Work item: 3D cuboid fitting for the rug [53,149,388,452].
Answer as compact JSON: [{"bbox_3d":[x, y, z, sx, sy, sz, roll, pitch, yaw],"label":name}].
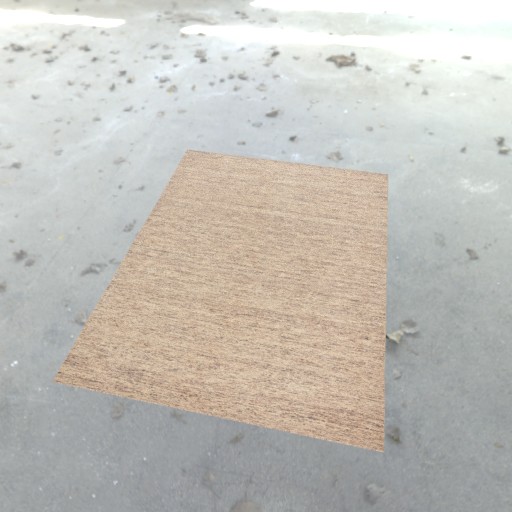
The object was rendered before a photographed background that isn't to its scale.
[{"bbox_3d":[0.000,0.000,4.234,2.448,0.013,3.205,9,47,8],"label":"rug"}]
